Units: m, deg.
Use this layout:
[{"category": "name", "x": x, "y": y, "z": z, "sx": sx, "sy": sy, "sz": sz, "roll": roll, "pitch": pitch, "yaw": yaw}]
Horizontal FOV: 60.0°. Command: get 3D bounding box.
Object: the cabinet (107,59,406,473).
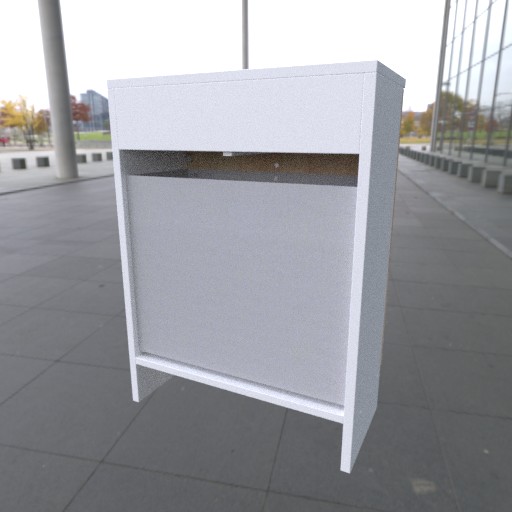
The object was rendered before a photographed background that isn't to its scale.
[{"category": "cabinet", "x": 0.000, "y": 0.000, "z": 1.093, "sx": 0.600, "sy": 0.815, "sz": 0.296, "roll": 8, "pitch": 17, "yaw": 26}]
